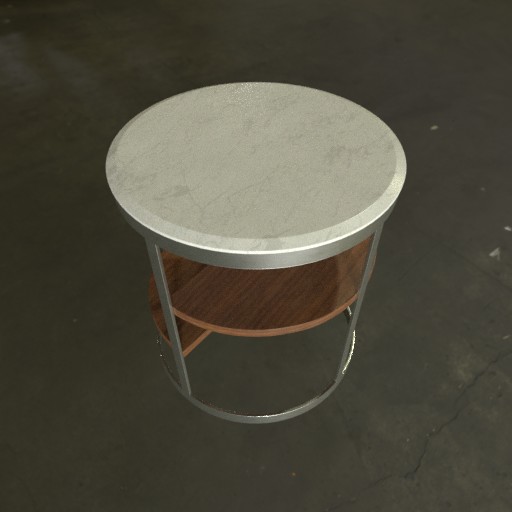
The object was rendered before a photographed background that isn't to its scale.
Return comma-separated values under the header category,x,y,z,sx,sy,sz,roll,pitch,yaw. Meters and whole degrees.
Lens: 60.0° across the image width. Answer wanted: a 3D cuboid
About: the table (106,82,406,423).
category,x,y,z,sx,sy,sz,roll,pitch,yaw
table,0.000,0.000,0.772,0.407,0.447,0.407,0,46,0
